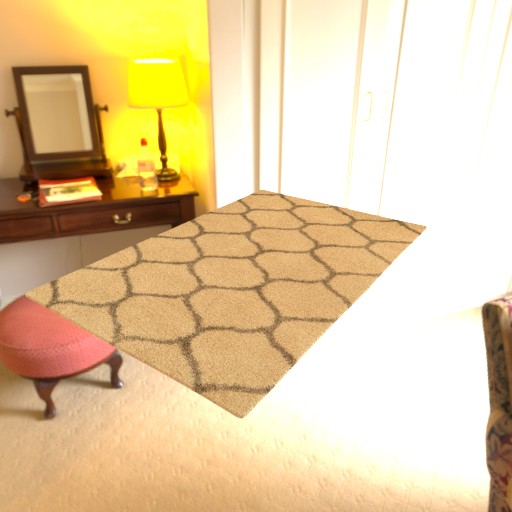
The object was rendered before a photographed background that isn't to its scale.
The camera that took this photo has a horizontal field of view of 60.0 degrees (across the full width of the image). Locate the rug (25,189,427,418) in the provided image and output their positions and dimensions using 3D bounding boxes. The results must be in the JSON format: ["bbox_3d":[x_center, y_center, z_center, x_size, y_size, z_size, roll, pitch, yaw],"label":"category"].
[{"bbox_3d":[0.000,0.000,3.404,1.801,0.026,2.701,18,32,32],"label":"rug"}]
